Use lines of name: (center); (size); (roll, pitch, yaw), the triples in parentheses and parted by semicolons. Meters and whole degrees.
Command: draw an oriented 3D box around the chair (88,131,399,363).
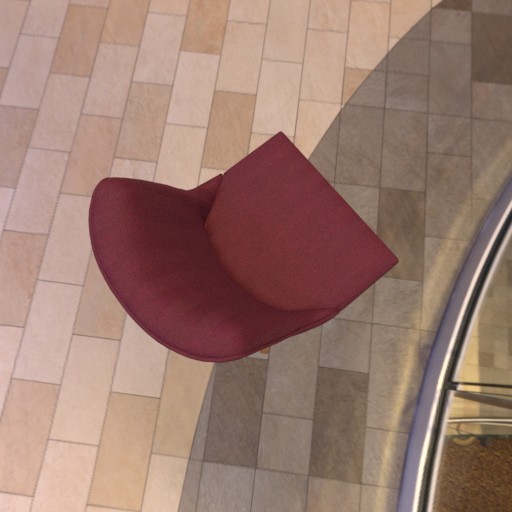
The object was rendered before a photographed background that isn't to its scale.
chair: (0.000, 0.000, 1.273); (0.638, 0.916, 0.548); (-38, 79, -9)
